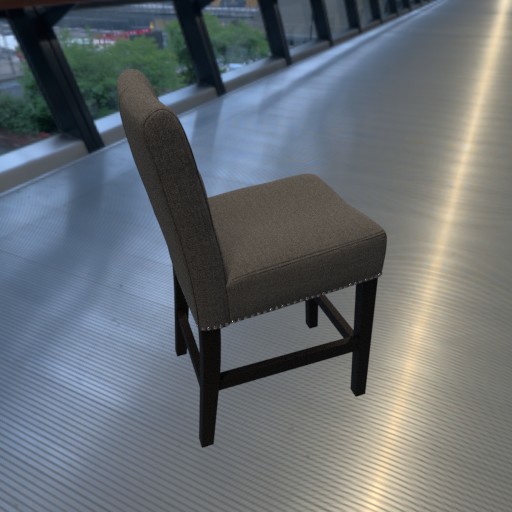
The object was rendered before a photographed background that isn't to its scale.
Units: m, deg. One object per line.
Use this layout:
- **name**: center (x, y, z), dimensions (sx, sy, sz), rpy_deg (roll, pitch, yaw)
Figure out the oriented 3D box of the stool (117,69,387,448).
- **stool**: center (0.000, 0.000, 1.163), dimensions (0.571, 0.885, 0.427), rpy_deg (-11, 33, -17)
